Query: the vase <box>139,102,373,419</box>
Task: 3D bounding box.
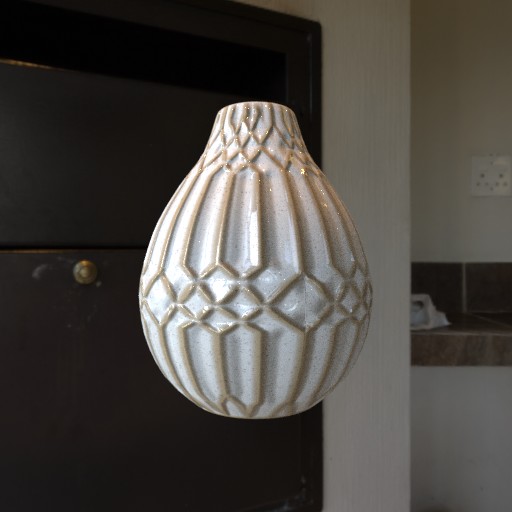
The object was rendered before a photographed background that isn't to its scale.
[{"bbox_3d":[0.000,0.000,0.312,0.159,0.200,0.159,0,0,0],"label":"vase"}]
